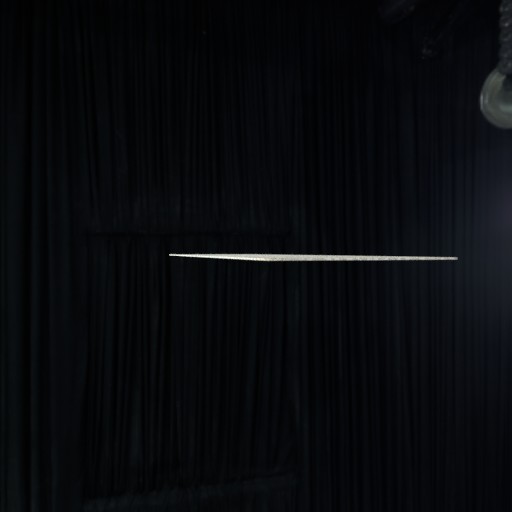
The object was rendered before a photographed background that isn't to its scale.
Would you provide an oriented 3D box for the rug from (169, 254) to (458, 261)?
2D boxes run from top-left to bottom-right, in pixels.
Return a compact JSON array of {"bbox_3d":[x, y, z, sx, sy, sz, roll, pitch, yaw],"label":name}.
[{"bbox_3d":[0.000,0.000,2.446,0.676,0.008,2.277,0,1,-18],"label":"rug"}]
